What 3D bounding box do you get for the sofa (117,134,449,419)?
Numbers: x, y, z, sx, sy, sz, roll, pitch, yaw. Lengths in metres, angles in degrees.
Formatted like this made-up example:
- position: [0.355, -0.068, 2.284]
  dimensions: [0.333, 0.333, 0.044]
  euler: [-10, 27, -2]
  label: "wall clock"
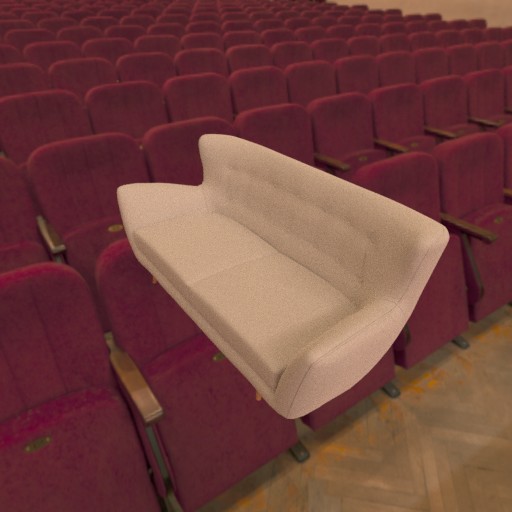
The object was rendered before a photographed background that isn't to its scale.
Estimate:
- position: [0.000, 0.000, 2.460]
  dimensions: [0.899, 0.890, 1.930]
  euler: [-20, 36, -30]
  label: "sofa"
